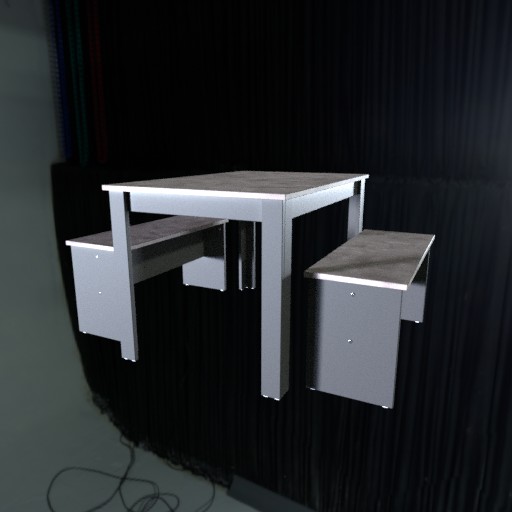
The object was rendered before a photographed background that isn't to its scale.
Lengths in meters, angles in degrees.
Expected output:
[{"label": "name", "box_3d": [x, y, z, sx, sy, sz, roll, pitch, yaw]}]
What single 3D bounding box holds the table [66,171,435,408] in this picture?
[{"label": "table", "box_3d": [0.000, 0.000, 2.035, 1.443, 0.700, 1.100, 7, 15, 26]}]
